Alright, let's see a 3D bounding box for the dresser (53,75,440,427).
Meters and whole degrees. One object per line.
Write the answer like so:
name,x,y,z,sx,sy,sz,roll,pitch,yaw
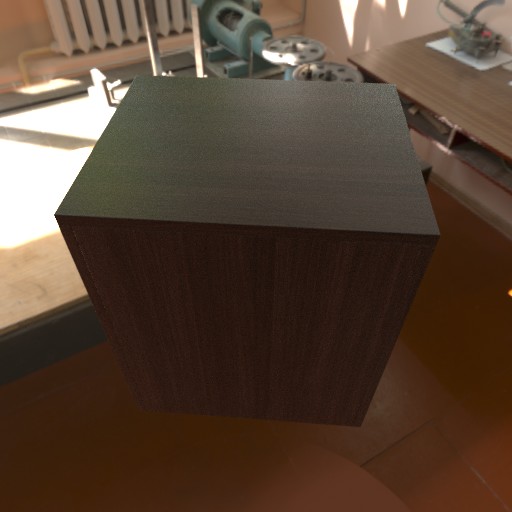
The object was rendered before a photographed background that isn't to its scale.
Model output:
dresser,0.000,0.000,0.749,0.400,0.470,0.360,3,46,3
